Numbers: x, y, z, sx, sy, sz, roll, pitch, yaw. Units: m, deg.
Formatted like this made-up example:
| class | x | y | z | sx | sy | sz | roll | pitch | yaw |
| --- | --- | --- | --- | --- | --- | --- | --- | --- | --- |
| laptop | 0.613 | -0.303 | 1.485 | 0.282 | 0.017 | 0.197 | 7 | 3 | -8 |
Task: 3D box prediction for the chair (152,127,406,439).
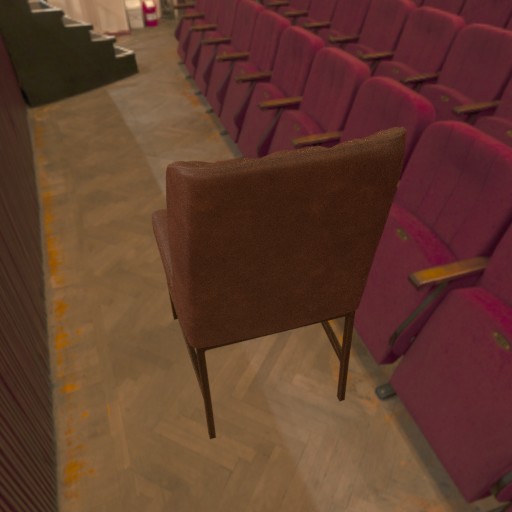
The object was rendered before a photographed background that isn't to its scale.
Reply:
| class | x | y | z | sx | sy | sz | roll | pitch | yaw |
| --- | --- | --- | --- | --- | --- | --- | --- | --- | --- |
| chair | 0.000 | 0.000 | 1.223 | 0.508 | 0.889 | 0.587 | -11 | 41 | -13 |
